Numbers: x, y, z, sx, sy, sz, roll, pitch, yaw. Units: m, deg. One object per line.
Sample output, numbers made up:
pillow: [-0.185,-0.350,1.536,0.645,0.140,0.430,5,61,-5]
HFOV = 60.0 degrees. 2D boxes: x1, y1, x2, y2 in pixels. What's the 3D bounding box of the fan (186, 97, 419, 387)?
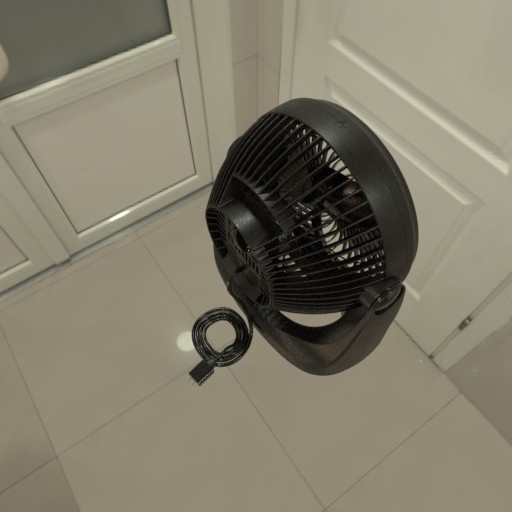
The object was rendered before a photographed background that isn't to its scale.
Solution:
fan: [0.000,0.000,0.485,0.256,0.277,0.273,-31,63,-18]
